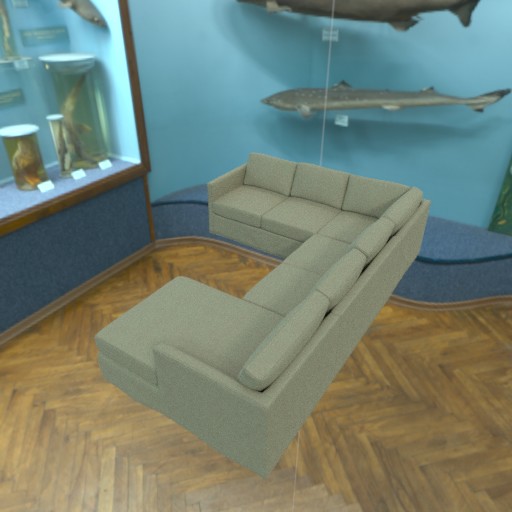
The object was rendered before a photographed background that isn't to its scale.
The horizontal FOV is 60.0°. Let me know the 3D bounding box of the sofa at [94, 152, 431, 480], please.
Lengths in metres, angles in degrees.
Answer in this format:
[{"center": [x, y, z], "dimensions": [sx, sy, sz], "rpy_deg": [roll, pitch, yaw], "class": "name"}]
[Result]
[{"center": [0.000, 0.000, 4.434], "dimensions": [2.427, 0.882, 3.460], "rpy_deg": [19, 37, 28], "class": "sofa"}]
